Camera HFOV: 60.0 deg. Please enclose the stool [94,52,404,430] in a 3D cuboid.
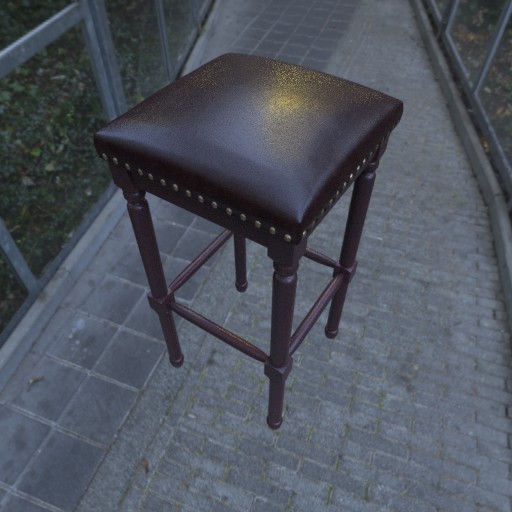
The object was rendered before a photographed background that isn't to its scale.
[{"bbox_3d":[0.000,0.000,0.982,0.383,0.768,0.382,26,52,22],"label":"stool"}]
